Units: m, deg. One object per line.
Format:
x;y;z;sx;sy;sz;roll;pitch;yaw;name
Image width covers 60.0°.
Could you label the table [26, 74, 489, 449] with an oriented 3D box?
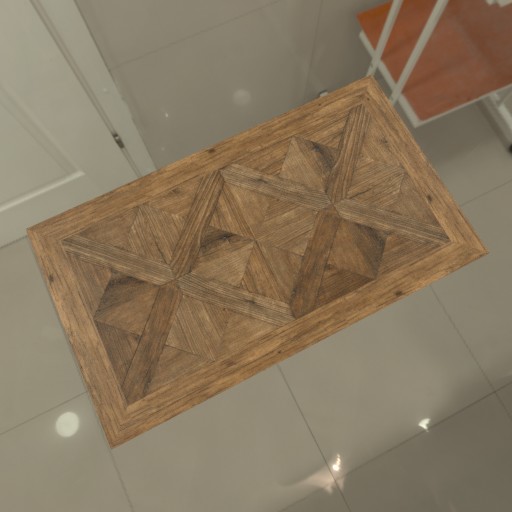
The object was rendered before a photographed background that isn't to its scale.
0.000;0.000;1.734;1.400;0.410;0.800;-26;77;-7;table
